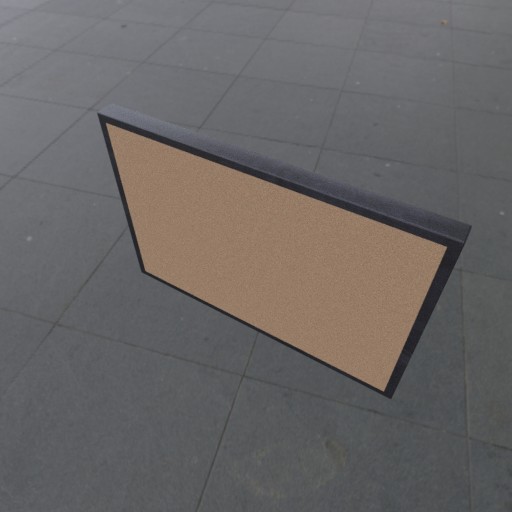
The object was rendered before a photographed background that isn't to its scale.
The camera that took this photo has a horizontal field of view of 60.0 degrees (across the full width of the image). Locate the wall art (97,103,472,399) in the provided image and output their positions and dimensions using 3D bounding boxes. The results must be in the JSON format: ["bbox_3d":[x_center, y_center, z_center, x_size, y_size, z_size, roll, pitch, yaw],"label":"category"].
[{"bbox_3d":[0.000,0.000,0.798,0.610,0.409,0.038,24,51,21],"label":"wall art"}]
